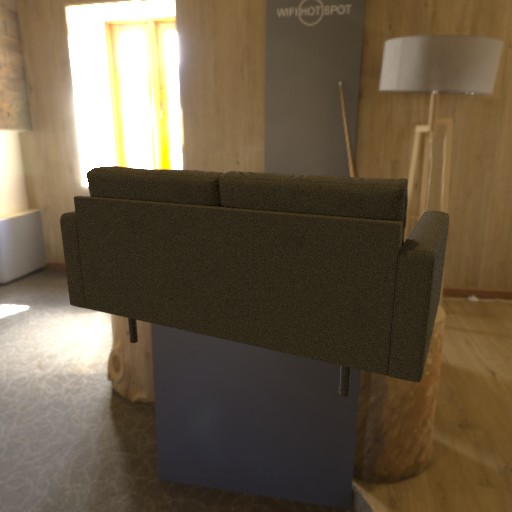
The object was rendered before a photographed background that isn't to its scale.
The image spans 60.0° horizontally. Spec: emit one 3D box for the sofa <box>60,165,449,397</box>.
[{"bbox_3d":[0.000,0.000,2.249,1.730,0.897,0.889,7,17,25],"label":"sofa"}]
